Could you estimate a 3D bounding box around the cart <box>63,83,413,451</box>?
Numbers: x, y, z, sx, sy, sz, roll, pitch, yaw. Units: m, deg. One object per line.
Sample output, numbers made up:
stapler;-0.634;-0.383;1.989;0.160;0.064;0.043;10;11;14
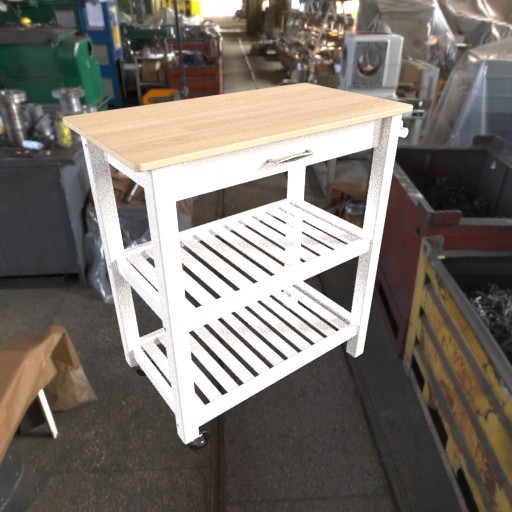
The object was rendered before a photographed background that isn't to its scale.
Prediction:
cart;0.000;0.000;1.441;0.899;0.927;0.457;-21;37;-31
